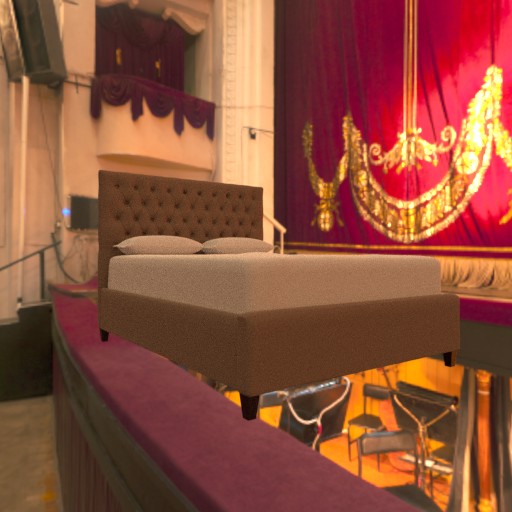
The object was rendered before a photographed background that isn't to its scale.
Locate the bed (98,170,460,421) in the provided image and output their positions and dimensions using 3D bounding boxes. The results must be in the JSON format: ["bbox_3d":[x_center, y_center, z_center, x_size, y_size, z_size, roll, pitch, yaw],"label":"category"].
[{"bbox_3d":[0.000,0.000,3.284,1.696,1.426,2.233,0,0,-35],"label":"bed"}]
